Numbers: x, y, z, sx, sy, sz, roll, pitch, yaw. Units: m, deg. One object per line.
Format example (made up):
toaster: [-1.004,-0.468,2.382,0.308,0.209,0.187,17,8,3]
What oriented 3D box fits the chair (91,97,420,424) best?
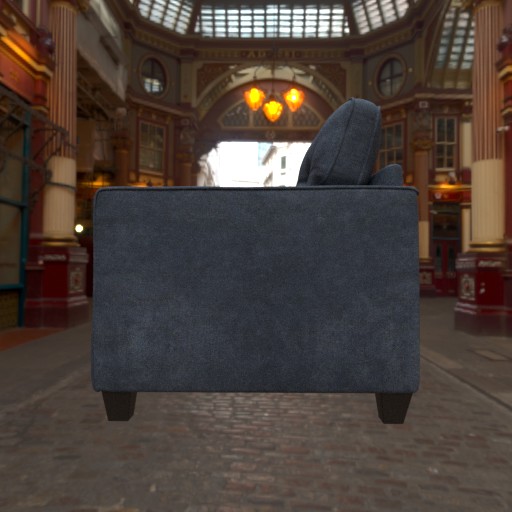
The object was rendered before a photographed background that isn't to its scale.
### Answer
chair: [0.000,0.000,1.719,0.939,0.965,1.015,0,-1,1]
